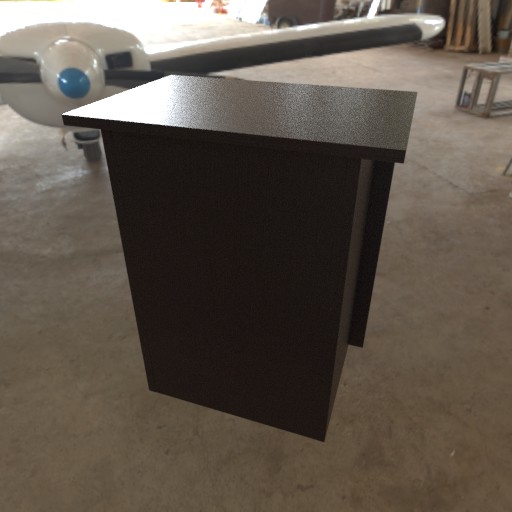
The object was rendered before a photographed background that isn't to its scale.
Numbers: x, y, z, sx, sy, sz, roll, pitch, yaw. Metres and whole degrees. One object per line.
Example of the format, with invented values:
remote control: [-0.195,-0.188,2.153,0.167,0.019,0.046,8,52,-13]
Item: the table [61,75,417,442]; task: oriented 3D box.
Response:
table: [0.000,0.000,1.055,0.589,0.711,0.408,11,34,16]
